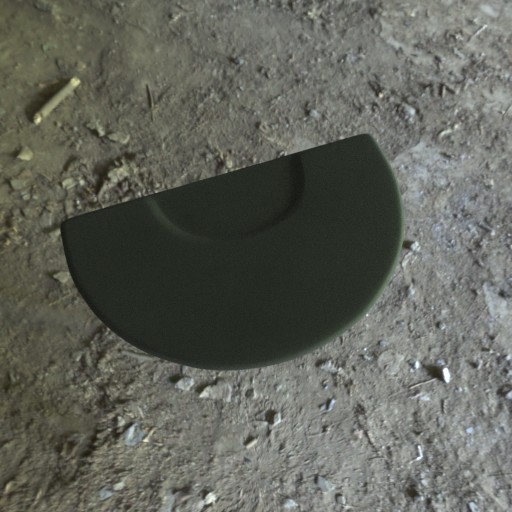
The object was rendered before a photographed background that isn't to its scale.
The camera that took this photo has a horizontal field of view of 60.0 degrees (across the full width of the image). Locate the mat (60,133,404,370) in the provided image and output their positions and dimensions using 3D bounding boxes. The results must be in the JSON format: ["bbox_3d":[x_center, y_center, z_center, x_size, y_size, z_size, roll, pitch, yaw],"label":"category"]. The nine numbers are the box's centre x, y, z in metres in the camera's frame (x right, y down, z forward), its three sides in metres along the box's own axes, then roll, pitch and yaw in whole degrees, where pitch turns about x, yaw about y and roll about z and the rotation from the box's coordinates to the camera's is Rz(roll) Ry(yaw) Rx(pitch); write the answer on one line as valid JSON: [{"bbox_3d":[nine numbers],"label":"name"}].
[{"bbox_3d":[0.000,0.000,1.873,1.525,0.022,0.917,-18,65,-9],"label":"mat"}]
